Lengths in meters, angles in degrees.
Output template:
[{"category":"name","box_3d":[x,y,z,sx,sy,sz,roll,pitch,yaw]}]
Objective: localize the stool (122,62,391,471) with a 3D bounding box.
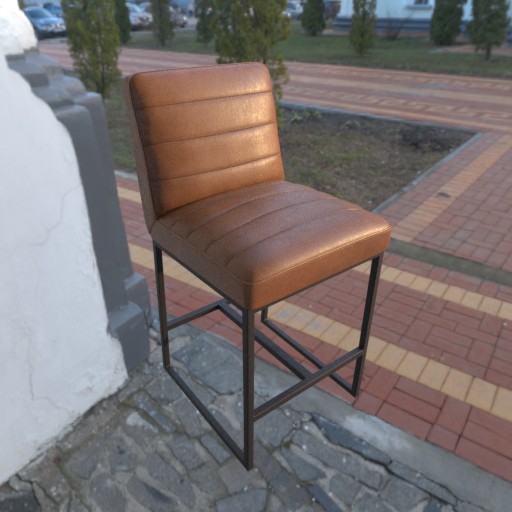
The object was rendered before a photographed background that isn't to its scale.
[{"category":"stool","box_3d":[0.000,0.000,1.234,0.458,0.940,0.556,-21,35,-32]}]
